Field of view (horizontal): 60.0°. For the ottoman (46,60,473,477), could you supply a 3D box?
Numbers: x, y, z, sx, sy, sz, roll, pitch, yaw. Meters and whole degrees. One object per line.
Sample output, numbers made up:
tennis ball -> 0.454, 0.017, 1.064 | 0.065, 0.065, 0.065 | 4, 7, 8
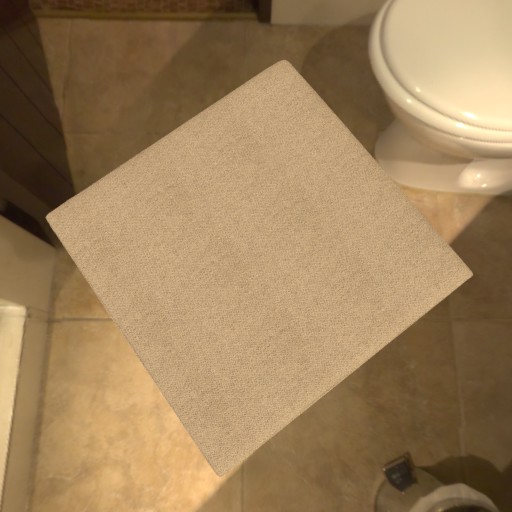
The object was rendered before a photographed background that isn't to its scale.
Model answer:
ottoman -> 0.000, 0.000, 1.534 | 0.982, 0.381, 0.973 | -36, 79, -8
